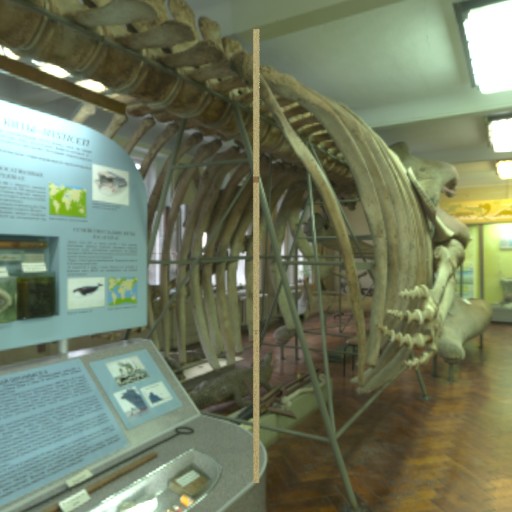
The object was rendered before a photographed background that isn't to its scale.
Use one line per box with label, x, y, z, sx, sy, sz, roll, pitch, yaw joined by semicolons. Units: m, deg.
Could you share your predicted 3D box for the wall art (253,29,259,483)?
wall art;0.000;0.000;1.785;0.016;1.207;1.217;0;0;0
